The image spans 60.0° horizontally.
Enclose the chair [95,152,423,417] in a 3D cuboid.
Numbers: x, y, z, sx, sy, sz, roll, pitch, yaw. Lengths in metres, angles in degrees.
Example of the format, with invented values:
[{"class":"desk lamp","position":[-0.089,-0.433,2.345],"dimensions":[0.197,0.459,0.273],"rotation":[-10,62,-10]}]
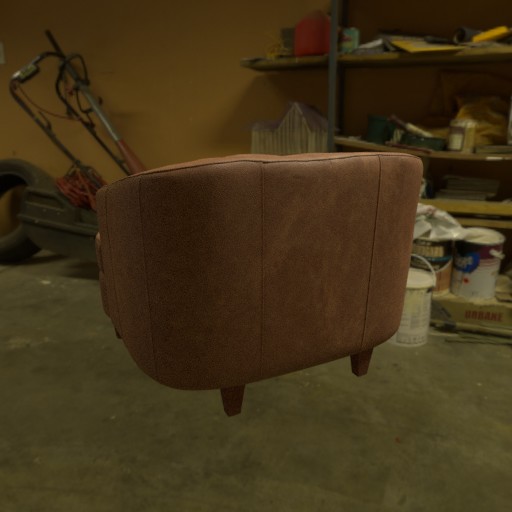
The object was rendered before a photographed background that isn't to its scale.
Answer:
[{"class":"chair","position":[0.000,0.000,1.765],"dimensions":[1.119,0.836,0.911],"rotation":[-8,18,-26]}]
